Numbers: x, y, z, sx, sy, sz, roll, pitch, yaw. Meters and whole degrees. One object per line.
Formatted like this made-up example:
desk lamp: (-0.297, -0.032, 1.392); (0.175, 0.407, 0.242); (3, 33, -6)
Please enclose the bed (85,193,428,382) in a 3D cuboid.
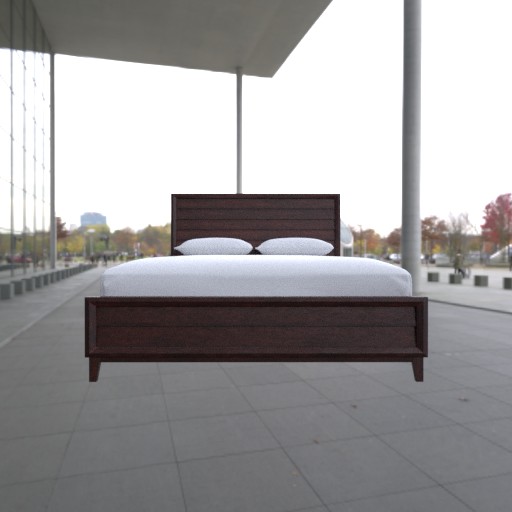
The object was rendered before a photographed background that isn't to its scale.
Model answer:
bed: (0.000, 0.000, 4.027); (2.040, 1.492, 2.803); (0, 0, 0)
